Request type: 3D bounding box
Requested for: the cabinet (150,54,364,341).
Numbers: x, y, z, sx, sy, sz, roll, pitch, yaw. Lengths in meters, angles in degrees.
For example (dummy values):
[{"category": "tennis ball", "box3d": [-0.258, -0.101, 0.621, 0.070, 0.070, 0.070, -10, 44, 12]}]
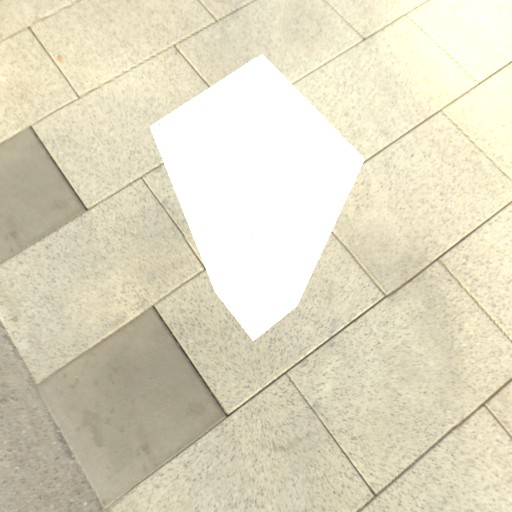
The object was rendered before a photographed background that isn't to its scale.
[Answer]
[{"category": "cabinet", "box3d": [0.000, 0.000, 1.487, 0.269, 1.400, 0.300, -37, 76, -11]}]
